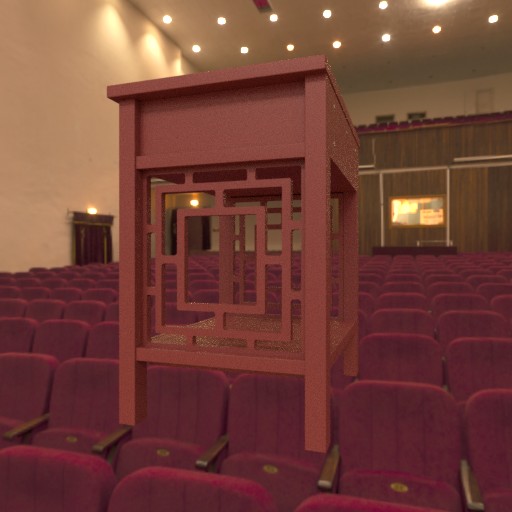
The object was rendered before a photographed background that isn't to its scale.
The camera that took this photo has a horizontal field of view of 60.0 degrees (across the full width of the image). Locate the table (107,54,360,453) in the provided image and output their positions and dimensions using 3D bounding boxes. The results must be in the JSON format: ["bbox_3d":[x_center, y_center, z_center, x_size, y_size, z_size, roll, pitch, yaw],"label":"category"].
[{"bbox_3d":[0.000,0.000,1.107,0.451,0.686,0.599,0,0,19],"label":"table"}]
